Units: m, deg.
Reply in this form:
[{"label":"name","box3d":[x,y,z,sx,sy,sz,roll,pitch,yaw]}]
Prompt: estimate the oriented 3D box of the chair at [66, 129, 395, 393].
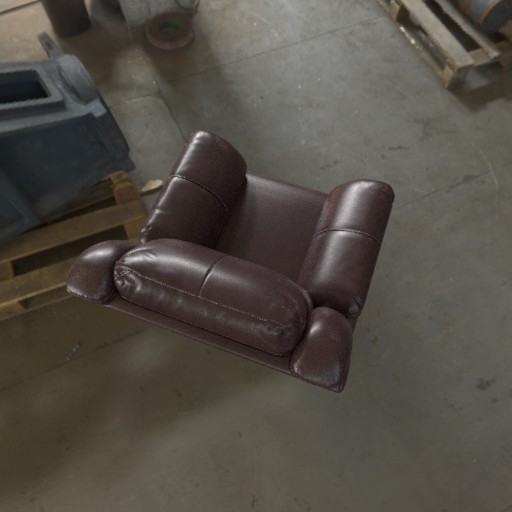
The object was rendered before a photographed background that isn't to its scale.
[{"label":"chair","box3d":[0.000,0.000,1.895,0.990,1.093,1.041,18,65,9]}]
